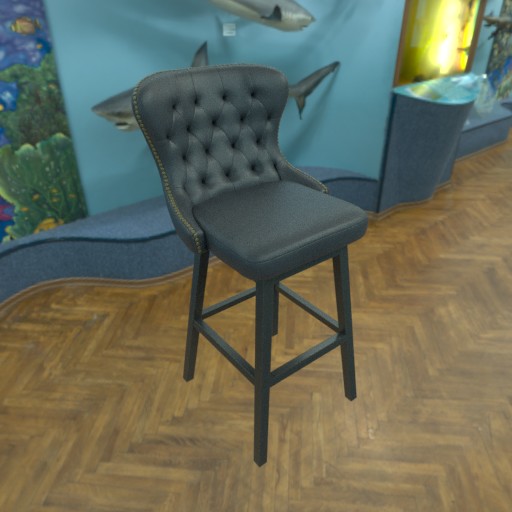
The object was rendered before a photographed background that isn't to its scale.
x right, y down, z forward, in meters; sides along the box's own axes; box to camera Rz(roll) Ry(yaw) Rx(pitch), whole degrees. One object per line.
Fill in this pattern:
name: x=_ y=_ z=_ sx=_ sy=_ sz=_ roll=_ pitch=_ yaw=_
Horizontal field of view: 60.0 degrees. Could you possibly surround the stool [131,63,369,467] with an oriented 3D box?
stool: x=0.000 y=0.000 z=1.396 sx=0.528 sy=1.050 sz=0.601 roll=-22 pitch=37 yaw=-32
